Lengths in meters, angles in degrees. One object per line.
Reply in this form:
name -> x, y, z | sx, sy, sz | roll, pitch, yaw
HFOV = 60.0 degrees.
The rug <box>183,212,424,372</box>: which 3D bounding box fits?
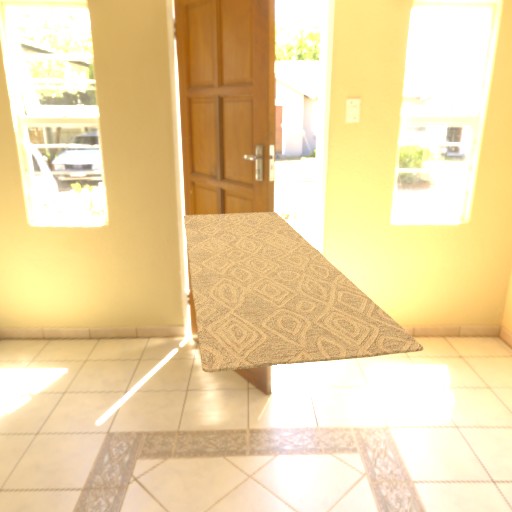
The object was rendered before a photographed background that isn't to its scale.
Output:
rug -> 0.000, 0.000, 2.664 | 0.807, 0.013, 2.436 | -3, 18, -10
